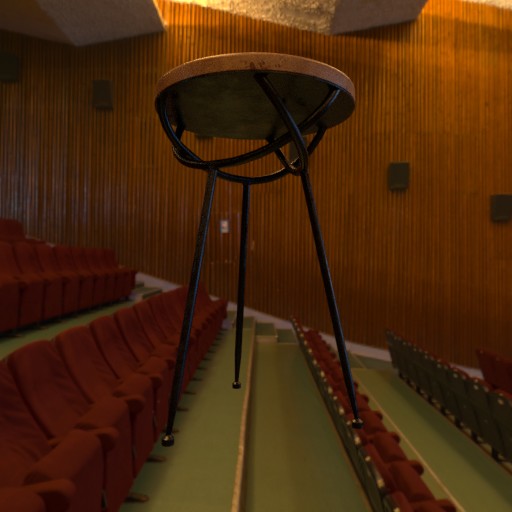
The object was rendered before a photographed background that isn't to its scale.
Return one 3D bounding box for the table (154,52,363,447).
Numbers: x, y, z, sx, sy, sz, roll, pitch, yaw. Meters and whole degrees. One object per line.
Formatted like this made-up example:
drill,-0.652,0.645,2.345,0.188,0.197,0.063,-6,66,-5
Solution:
table,0.000,0.000,0.928,0.414,0.664,0.418,0,-1,0
